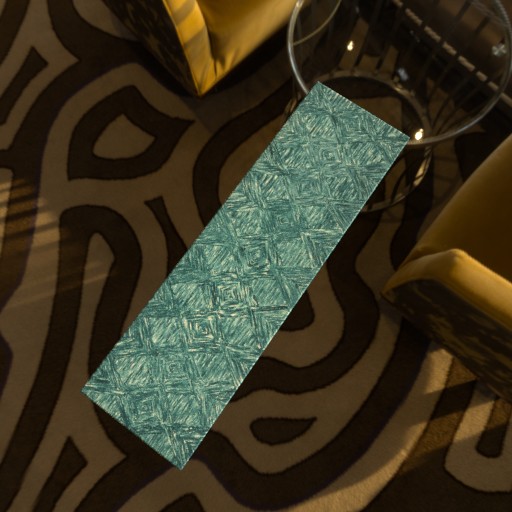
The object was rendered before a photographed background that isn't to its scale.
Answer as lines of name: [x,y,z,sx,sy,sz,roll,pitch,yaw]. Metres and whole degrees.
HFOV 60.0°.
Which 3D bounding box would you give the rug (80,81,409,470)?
rug: [0.000,0.000,2.526,0.676,0.016,2.286,35,79,8]
